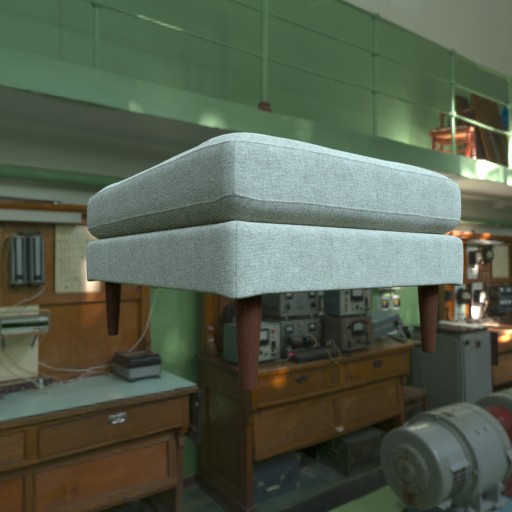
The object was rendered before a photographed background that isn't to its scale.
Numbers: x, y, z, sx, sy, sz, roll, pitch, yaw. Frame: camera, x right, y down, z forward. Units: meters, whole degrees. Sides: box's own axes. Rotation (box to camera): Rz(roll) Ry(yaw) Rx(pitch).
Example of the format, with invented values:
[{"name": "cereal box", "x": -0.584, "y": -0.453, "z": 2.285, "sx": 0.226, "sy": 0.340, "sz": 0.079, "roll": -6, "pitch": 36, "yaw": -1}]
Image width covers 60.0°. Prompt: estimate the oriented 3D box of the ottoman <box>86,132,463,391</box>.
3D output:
[{"name": "ottoman", "x": 0.000, "y": 0.000, "z": 1.217, "sx": 0.693, "sy": 0.474, "sz": 0.821, "roll": 1, "pitch": -1, "yaw": -36}]
